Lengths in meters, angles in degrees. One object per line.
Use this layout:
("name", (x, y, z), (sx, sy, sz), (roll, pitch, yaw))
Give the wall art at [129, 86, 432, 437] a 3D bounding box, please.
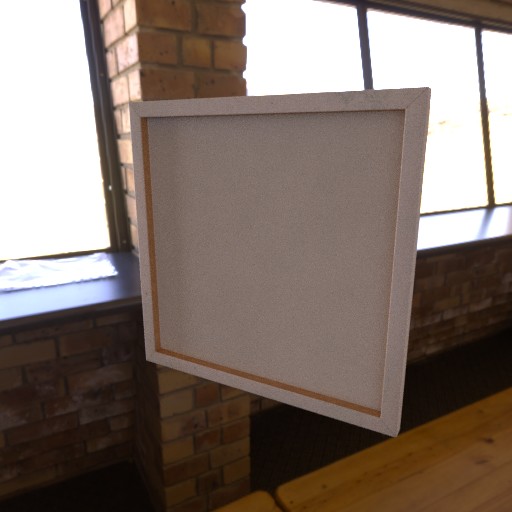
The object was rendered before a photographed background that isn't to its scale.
("wall art", (0.000, 0.000, 1.120), (0.762, 0.762, 0.038), (8, 17, 28))
